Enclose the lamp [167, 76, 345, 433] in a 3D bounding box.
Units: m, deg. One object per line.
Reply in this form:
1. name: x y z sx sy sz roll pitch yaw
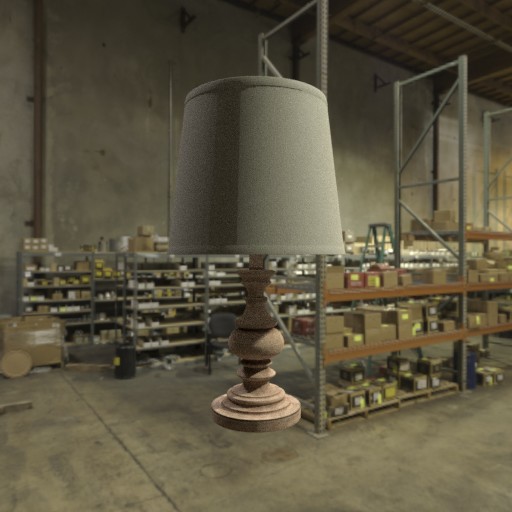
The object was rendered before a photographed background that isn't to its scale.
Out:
1. lamp: 0.000 0.000 0.691 0.273 0.497 0.273 0 0 0
